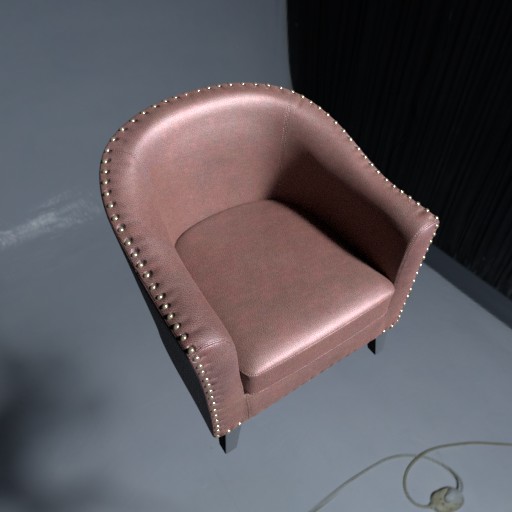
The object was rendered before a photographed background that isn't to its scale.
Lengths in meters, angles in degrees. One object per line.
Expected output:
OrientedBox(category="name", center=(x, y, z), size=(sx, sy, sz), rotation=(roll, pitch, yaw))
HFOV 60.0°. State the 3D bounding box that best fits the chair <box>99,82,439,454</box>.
OrientedBox(category="chair", center=(0.000, 0.000, 1.428), size=(0.794, 0.823, 0.748), rotation=(-26, 51, -23))
